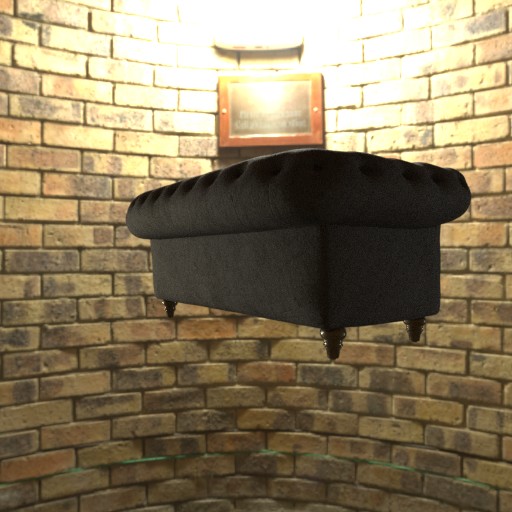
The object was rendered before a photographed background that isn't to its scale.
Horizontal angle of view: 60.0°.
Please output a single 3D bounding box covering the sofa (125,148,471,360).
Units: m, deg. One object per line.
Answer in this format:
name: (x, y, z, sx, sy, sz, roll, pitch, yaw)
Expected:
sofa: (0.000, 0.000, 2.508, 1.082, 0.833, 1.988, 0, 0, -36)
